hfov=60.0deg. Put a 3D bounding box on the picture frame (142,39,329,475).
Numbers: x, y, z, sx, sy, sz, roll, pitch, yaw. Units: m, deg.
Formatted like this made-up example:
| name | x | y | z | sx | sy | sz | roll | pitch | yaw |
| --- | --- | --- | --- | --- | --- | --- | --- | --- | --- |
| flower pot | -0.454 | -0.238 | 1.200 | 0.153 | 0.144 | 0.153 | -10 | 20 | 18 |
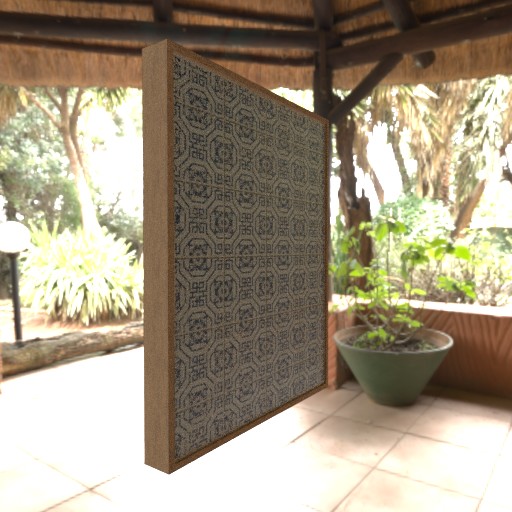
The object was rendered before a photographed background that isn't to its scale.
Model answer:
| name | x | y | z | sx | sy | sz | roll | pitch | yaw |
| --- | --- | --- | --- | --- | --- | --- | --- | --- | --- |
| picture frame | 0.000 | 0.000 | 0.717 | 0.046 | 0.526 | 0.421 | 1 | 2 | 36 |
